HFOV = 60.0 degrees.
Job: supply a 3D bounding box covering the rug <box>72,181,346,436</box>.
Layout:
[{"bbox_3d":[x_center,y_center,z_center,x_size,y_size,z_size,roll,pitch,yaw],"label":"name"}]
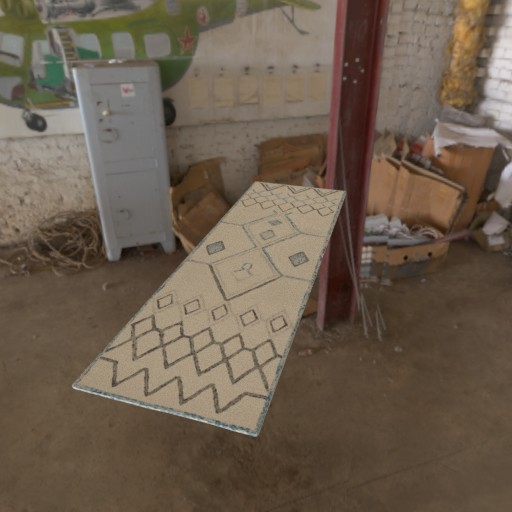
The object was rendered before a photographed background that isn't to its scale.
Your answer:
[{"bbox_3d":[0.000,0.000,2.658,0.770,0.013,2.434,9,31,15],"label":"rug"}]
